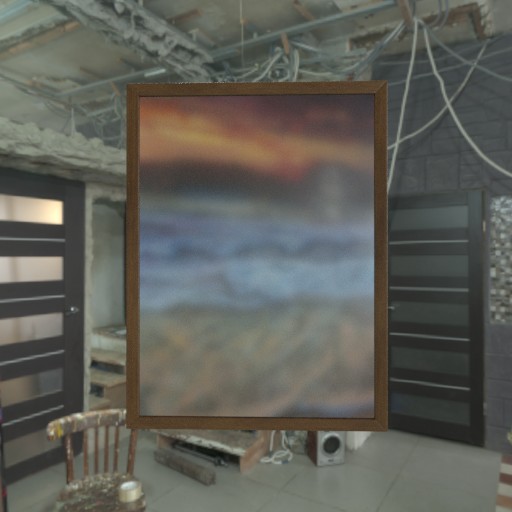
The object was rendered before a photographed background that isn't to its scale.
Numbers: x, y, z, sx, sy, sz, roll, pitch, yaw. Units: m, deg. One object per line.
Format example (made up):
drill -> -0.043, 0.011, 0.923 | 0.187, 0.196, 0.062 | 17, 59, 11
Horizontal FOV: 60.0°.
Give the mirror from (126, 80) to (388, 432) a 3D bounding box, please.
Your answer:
mirror -> 0.000, 0.000, 1.313 | 0.762, 1.016, 0.040 | 0, 0, 2
